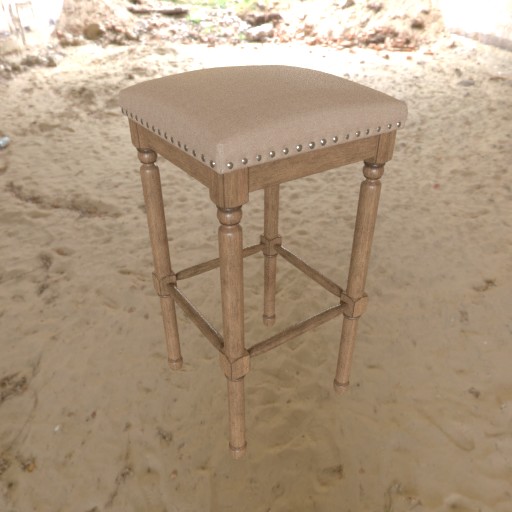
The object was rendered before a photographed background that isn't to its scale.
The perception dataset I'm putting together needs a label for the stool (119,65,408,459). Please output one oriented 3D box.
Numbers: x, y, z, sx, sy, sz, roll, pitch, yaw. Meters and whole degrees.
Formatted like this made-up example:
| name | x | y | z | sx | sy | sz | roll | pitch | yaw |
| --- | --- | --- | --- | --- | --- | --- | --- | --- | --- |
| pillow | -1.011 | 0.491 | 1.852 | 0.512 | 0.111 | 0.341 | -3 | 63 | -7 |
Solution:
| name | x | y | z | sx | sy | sz | roll | pitch | yaw |
| --- | --- | --- | --- | --- | --- | --- | --- | --- | --- |
| stool | 0.000 | 0.000 | 0.975 | 0.382 | 0.768 | 0.383 | -20 | 38 | -29 |
